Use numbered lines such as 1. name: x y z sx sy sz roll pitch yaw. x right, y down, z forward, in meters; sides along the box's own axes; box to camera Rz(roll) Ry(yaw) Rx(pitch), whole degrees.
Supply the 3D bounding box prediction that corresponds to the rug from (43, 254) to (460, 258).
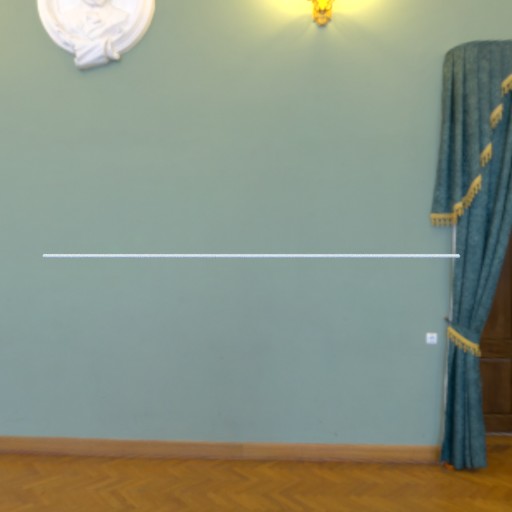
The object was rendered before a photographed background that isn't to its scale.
1. rug: 0.000 0.000 4.709 2.734 0.037 3.659 0 0 2
